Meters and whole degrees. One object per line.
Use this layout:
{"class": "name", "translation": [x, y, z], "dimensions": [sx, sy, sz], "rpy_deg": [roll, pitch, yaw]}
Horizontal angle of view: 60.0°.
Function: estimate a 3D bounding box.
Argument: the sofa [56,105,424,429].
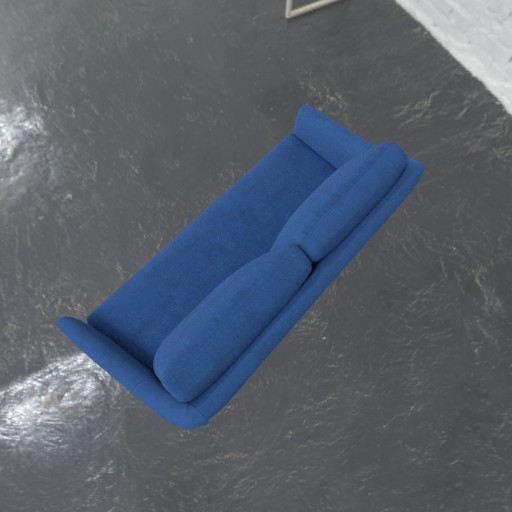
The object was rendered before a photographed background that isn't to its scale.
{"class": "sofa", "translation": [0.000, 0.000, 2.571], "dimensions": [0.960, 0.903, 2.036], "rpy_deg": [38, 69, 17]}
